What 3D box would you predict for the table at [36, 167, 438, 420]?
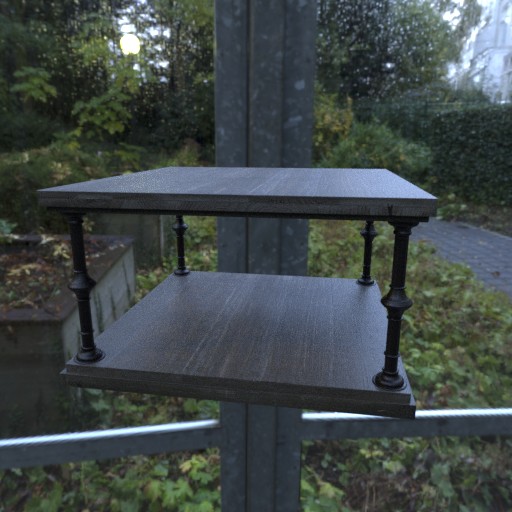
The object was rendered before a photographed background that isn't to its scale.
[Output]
[{"bbox_3d":[0.000,0.000,1.135,0.696,0.400,0.696,2,15,9],"label":"table"}]
